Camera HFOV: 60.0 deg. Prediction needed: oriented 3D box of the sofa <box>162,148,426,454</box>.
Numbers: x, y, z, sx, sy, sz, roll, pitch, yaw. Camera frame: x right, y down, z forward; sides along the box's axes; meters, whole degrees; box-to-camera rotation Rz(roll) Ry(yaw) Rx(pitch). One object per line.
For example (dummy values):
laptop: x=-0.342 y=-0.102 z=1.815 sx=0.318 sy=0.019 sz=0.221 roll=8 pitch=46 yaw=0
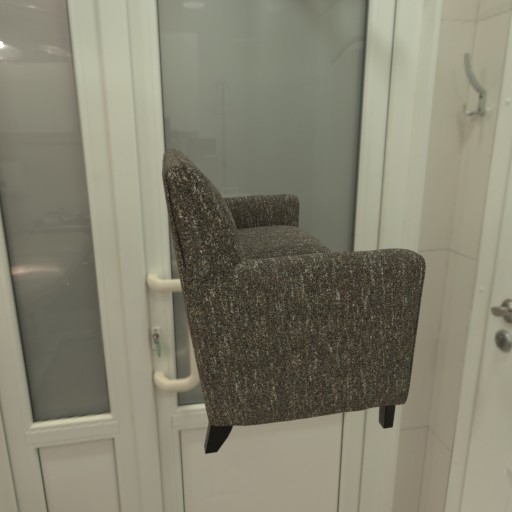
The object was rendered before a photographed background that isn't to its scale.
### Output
sofa: x=0.000 y=0.000 z=2.052 sx=0.801 sy=0.946 sz=1.519 roll=-3 pitch=16 yaw=-11
